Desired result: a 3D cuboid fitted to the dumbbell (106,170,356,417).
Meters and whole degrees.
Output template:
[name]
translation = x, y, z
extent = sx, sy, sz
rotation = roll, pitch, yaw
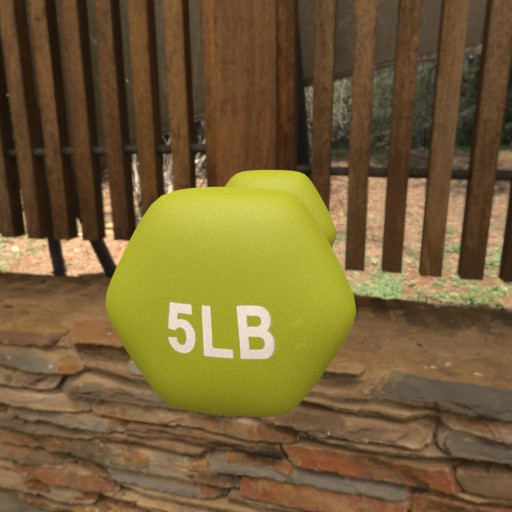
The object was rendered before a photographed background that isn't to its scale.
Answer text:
[dumbbell]
translation = 0.000, 0.000, 0.204
extent = 0.080, 0.072, 0.164
rotation = 2, 13, 8
